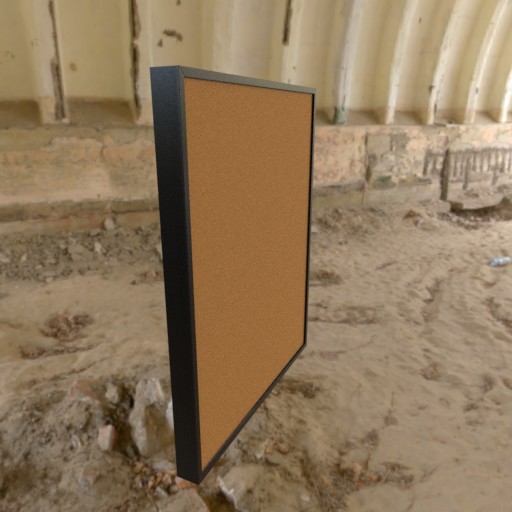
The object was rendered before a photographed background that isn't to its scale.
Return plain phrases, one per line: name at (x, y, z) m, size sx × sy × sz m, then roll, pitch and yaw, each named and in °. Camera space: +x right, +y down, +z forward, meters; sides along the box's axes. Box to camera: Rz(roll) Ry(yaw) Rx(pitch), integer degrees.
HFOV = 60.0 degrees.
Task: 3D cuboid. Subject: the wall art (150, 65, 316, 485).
wall art at (0.000, 0.000, 0.750) m, size 0.039 × 0.553 × 0.451 m, roll 8°, pitch 19°, yaw 25°
